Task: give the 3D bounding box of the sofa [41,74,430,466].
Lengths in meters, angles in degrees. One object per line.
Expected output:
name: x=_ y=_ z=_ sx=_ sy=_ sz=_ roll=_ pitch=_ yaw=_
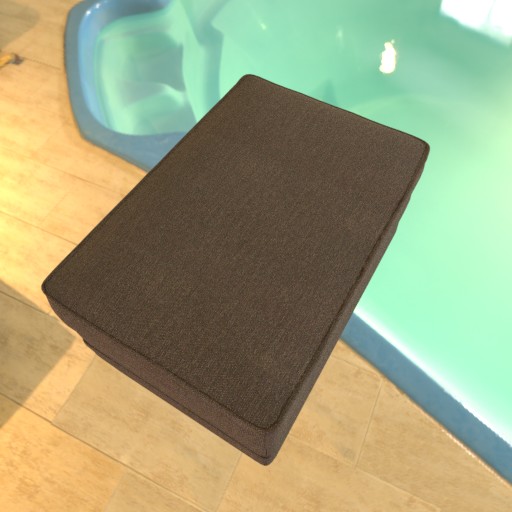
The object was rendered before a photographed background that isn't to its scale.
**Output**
sofa: x=0.000 y=0.000 z=1.196 sx=0.578 sy=0.457 sz=0.854 roll=27 pitch=62 yaw=16
